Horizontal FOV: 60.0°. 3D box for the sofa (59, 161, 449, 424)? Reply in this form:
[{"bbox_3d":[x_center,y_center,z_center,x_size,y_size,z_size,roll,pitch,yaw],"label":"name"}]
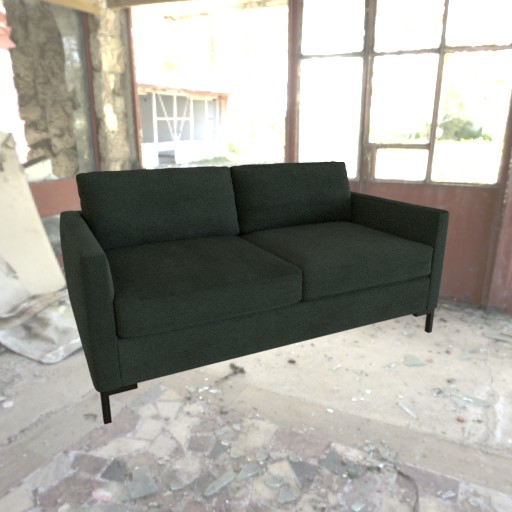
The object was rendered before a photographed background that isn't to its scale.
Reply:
[{"bbox_3d":[0.000,0.000,2.142,1.676,0.817,0.875,-8,18,-26],"label":"sofa"}]
